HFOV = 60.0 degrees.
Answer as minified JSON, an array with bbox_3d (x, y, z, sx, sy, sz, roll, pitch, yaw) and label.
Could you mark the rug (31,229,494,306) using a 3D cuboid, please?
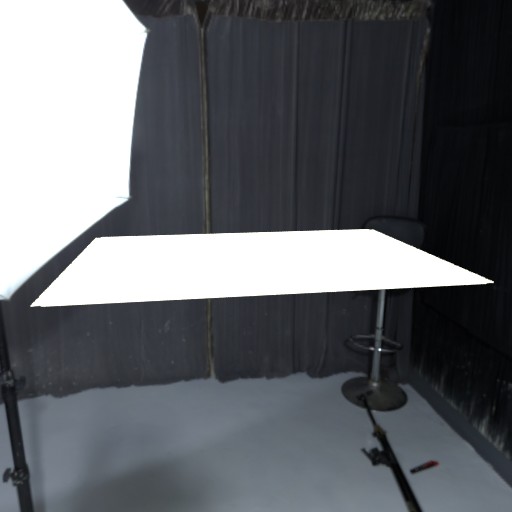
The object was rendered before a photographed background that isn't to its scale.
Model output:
[{"bbox_3d":[0.000,0.000,2.828,2.233,0.011,1.514,-2,14,-9],"label":"rug"}]
